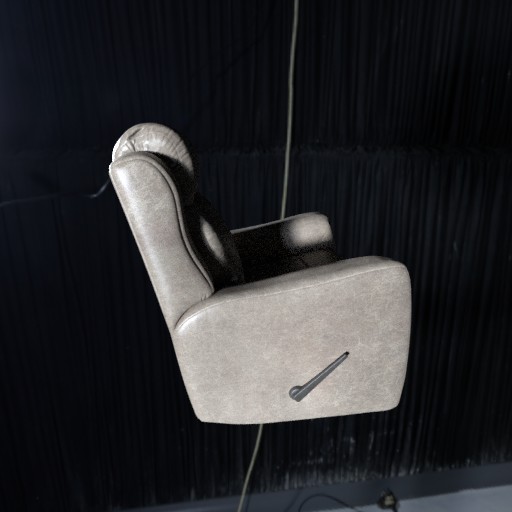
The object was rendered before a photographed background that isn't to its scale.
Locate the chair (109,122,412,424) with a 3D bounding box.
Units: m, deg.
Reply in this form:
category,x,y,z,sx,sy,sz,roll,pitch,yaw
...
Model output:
category,x,y,z,sx,sy,sz,roll,pitch,yaw
chair,0.000,0.000,1.938,1.068,1.116,0.967,-3,17,-10
